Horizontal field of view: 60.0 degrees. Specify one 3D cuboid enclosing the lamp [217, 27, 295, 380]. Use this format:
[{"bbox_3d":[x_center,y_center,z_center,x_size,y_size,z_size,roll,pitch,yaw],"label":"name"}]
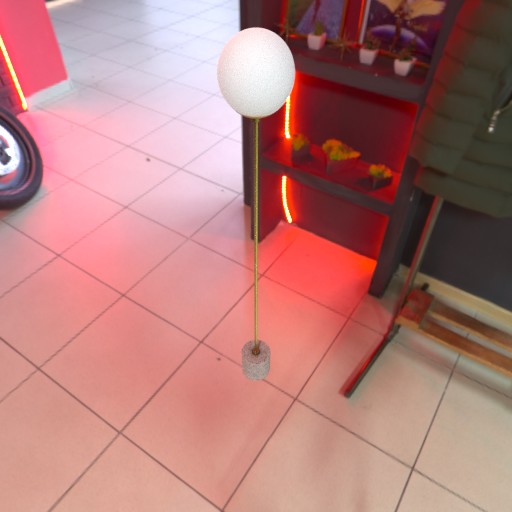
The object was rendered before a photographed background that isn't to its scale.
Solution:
[{"bbox_3d":[0.000,0.000,1.830,0.229,1.748,0.229,-17,47,-16],"label":"lamp"}]
